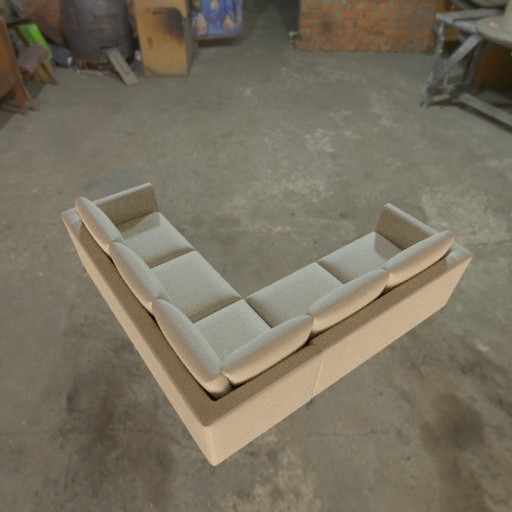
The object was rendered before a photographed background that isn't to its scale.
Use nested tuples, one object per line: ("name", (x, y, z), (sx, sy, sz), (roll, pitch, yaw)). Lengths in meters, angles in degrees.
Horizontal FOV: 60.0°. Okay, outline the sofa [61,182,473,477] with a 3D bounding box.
("sofa", (0.000, 0.000, 3.777), (2.430, 0.867, 2.448), (-25, 47, -26))
